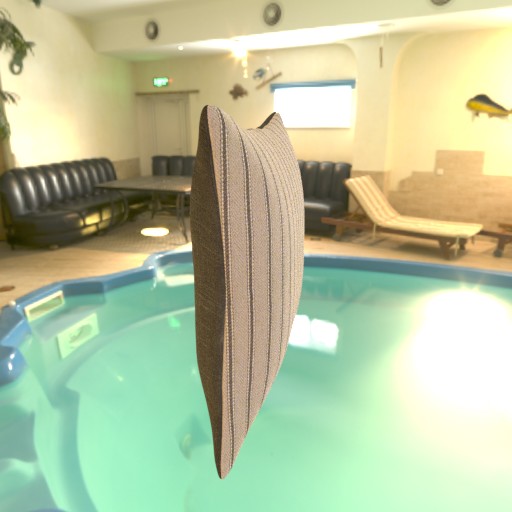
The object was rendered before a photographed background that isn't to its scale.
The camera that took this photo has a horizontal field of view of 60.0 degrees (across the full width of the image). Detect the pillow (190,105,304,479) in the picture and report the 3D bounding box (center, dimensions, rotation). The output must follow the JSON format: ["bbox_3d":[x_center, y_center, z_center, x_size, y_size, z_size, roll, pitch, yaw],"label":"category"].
[{"bbox_3d":[0.000,0.000,0.697,0.138,0.444,0.468,3,17,11],"label":"pillow"}]
